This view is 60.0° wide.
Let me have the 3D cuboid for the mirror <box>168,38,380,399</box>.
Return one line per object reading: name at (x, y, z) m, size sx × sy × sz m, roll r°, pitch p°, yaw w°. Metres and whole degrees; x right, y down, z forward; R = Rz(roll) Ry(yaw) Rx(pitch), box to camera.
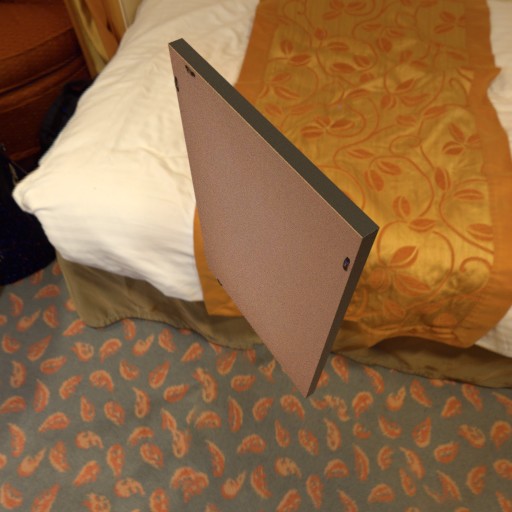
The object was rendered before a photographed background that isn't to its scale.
mirror at (0.000, 0.000, 1.192) m, size 0.040 × 0.915 × 0.609 m, roll -30°, pitch 62°, yaw -18°
